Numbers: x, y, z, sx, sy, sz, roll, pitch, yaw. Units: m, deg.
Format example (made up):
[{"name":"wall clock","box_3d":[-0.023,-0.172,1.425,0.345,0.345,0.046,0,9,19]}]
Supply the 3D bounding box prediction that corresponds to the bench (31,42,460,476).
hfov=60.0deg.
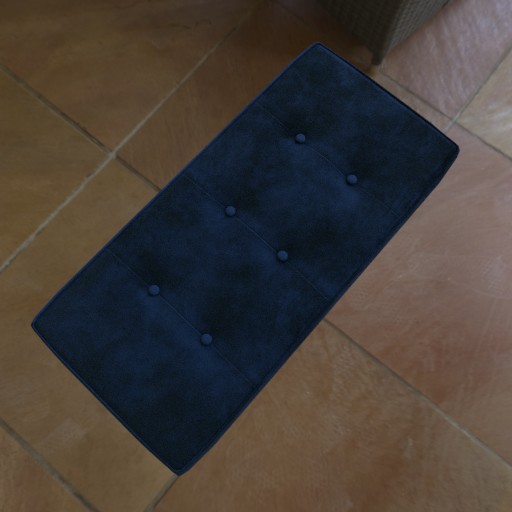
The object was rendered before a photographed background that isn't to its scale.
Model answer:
[{"name":"bench","box_3d":[0.000,0.000,1.240,0.489,0.467,1.010,41,80,9]}]
